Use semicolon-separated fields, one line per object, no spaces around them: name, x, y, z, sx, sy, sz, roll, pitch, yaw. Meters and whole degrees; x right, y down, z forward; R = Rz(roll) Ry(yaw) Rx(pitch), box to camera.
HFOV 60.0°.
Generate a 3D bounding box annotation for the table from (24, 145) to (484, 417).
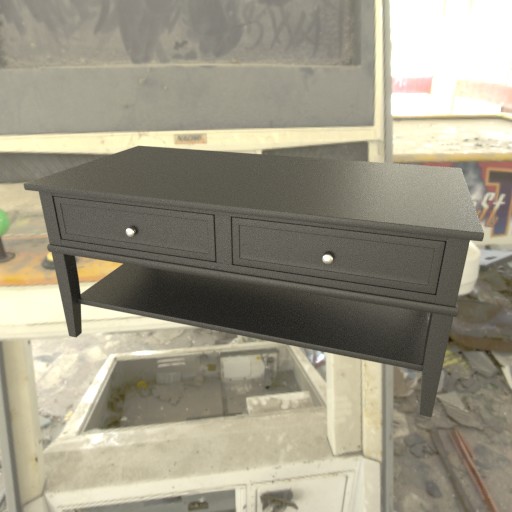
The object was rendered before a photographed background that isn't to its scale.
table;0.000;0.000;1.272;1.044;0.470;0.523;8;26;17
